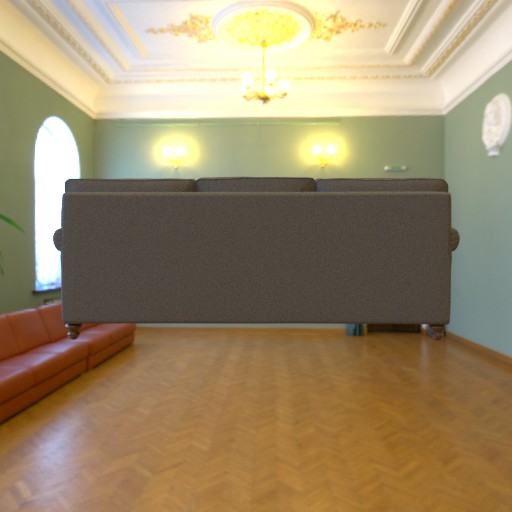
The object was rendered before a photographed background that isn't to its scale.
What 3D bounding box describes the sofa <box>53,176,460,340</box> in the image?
[{"bbox_3d":[0.000,0.000,2.906,2.353,0.948,0.966,0,0,1],"label":"sofa"}]
